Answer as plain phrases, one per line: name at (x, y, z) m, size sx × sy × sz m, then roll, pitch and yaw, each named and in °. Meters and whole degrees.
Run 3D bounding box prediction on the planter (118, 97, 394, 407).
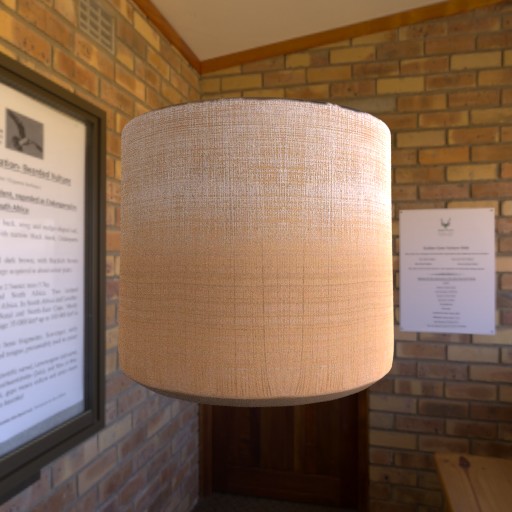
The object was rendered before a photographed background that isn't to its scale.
planter at (0.000, 0.000, 0.428) m, size 0.254 × 0.221 × 0.254 m, roll 0°, pitch 0°, yaw 0°
